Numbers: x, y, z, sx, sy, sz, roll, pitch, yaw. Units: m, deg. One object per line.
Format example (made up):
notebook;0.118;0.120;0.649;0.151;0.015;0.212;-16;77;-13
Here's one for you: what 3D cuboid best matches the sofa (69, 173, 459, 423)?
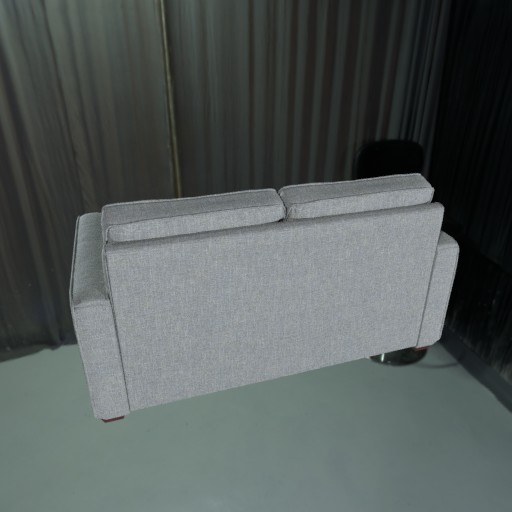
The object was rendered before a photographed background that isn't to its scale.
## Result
sofa;0.000;0.000;2.243;1.706;0.915;0.945;-8;28;-16
